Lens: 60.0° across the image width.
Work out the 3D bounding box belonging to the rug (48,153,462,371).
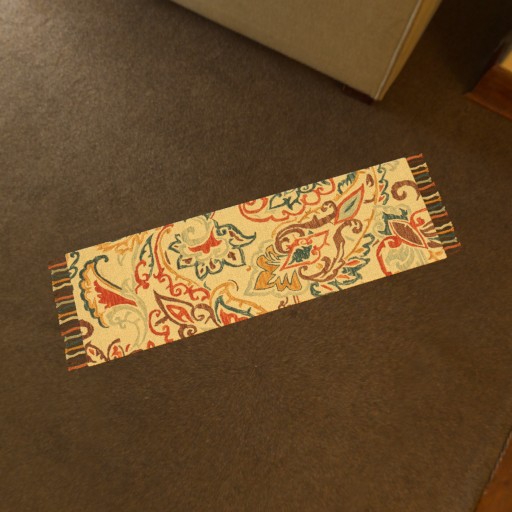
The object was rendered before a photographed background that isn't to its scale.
[{"bbox_3d":[0.000,0.000,2.967,2.682,0.015,0.763,-16,77,-4],"label":"rug"}]
